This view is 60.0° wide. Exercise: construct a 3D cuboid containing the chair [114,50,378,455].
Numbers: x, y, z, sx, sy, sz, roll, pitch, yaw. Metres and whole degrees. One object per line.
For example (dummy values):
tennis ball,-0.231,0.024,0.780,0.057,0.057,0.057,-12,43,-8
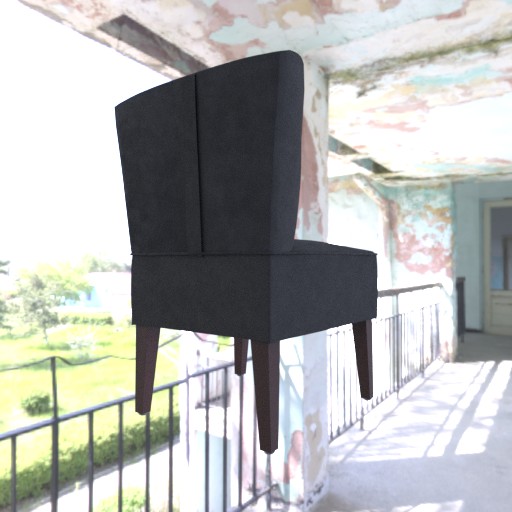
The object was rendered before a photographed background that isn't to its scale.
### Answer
chair,0.000,0.000,1.192,0.521,0.806,0.554,0,-1,36
